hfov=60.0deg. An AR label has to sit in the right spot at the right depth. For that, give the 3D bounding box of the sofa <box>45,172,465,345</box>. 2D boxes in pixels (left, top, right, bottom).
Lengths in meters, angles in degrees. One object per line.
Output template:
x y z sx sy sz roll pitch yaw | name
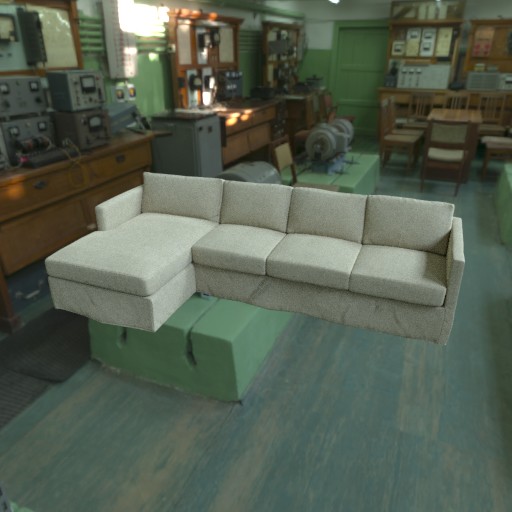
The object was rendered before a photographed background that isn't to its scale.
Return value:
0.000 0.000 3.788 3.205 0.922 1.650 10 27 19 | sofa
